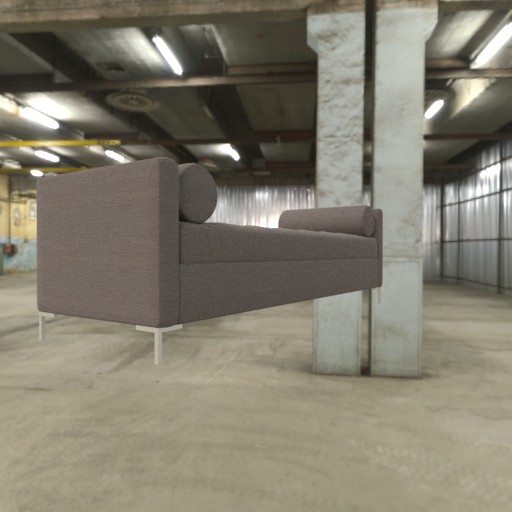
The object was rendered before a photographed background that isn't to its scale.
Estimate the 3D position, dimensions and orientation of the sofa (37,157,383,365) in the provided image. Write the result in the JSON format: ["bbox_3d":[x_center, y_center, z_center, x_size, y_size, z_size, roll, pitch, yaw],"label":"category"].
[{"bbox_3d":[0.000,0.000,2.313,0.686,0.635,1.981,0,1,35],"label":"sofa"}]
